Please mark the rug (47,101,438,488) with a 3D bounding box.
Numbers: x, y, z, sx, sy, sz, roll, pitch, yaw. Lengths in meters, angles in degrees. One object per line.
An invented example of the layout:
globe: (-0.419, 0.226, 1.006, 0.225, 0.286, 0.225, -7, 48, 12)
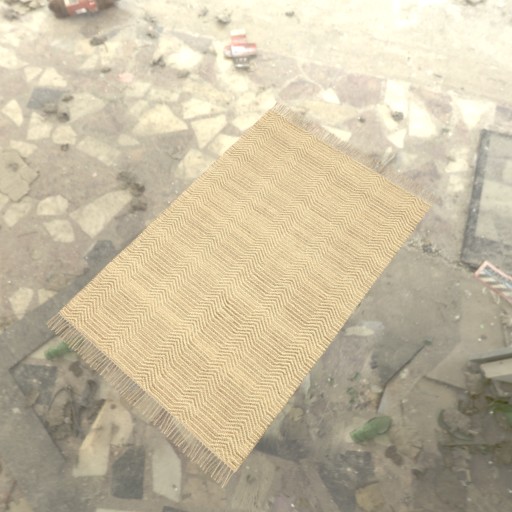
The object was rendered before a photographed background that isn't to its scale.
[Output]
rug: (0.000, 0.000, 2.494, 1.224, 0.027, 2.021, 36, 69, 16)
